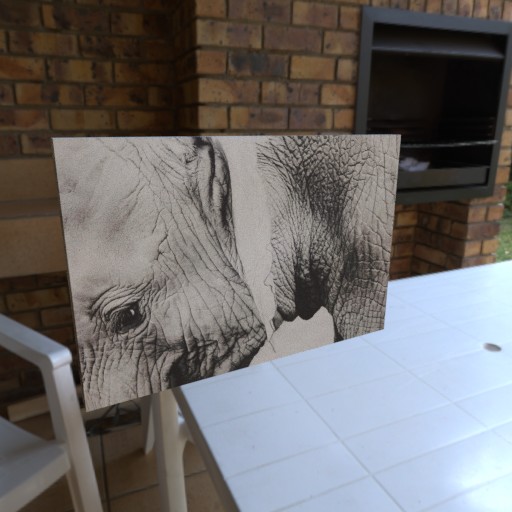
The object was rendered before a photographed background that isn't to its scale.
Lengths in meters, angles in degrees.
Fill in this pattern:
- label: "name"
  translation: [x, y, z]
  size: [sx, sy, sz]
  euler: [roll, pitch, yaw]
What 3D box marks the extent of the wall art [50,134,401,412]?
- label: "wall art"
  translation: [0.000, 0.000, 0.779]
  size: [0.613, 0.407, 0.035]
  euler: [-9, 18, -27]
